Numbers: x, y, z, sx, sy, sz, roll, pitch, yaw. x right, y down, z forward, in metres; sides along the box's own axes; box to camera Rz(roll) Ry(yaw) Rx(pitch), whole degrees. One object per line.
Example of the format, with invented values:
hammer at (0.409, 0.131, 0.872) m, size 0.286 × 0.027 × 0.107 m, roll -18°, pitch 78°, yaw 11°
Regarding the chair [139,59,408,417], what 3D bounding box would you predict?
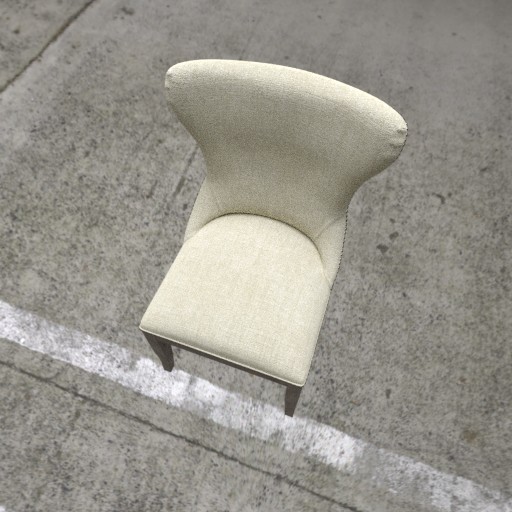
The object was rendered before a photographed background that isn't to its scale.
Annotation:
chair at (0.000, 0.000, 1.444) m, size 0.654 × 1.002 × 0.681 m, roll 17°, pitch 60°, yaw 10°
